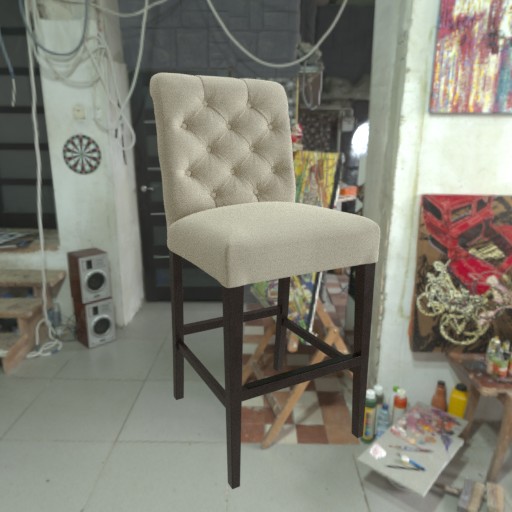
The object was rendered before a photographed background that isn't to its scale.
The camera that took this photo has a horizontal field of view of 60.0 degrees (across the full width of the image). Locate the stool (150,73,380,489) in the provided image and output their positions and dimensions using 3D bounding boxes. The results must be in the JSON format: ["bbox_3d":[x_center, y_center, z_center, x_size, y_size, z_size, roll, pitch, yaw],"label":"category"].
[{"bbox_3d":[0.000,0.000,1.404,0.482,1.118,0.610,-8,17,-28],"label":"stool"}]
